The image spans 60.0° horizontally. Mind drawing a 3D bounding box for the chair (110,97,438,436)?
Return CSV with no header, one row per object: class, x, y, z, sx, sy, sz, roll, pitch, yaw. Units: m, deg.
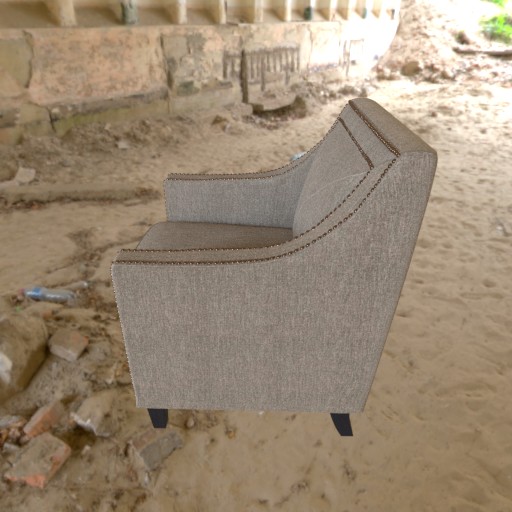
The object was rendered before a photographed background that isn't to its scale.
chair,0.000,0.000,1.576,0.884,0.967,0.776,1,29,1
